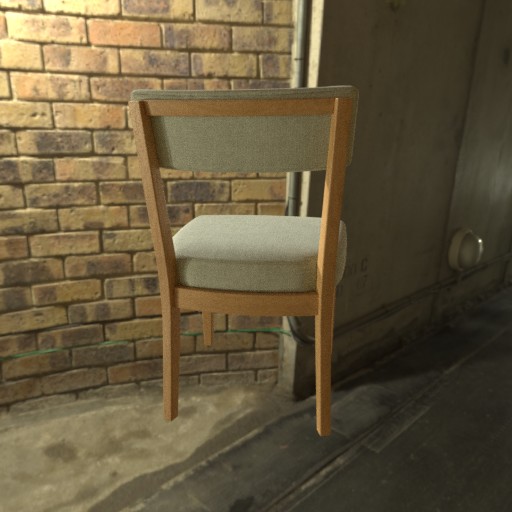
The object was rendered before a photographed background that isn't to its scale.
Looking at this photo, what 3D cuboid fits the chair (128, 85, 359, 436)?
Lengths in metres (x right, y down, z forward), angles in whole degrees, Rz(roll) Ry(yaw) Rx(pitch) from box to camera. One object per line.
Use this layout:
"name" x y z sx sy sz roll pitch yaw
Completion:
"chair" 0.000 0.000 1.231 0.508 0.832 0.572 2 15 9
